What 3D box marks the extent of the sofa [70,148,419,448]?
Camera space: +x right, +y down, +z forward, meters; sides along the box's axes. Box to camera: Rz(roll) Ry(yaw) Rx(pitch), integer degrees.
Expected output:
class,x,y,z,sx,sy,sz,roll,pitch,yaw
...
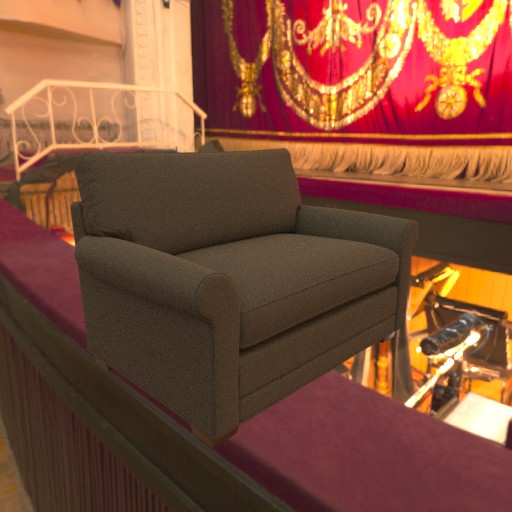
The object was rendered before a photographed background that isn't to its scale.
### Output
class,x,y,z,sx,sy,sz,roll,pitch,yaw
sofa,0.000,0.000,2.052,0.940,0.953,1.410,14,20,43
